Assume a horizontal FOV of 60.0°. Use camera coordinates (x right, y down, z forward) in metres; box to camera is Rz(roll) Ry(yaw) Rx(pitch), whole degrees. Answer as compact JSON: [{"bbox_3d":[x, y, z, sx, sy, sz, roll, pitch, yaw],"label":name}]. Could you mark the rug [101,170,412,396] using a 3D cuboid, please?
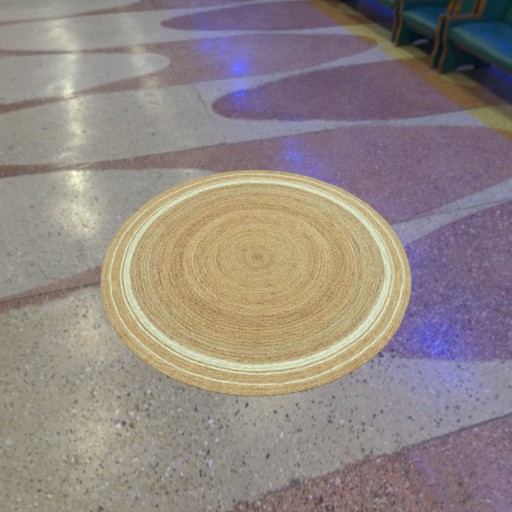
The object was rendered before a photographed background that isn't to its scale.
[{"bbox_3d":[0.000,0.000,3.593,2.444,0.015,2.444,0,45,0],"label":"rug"}]
